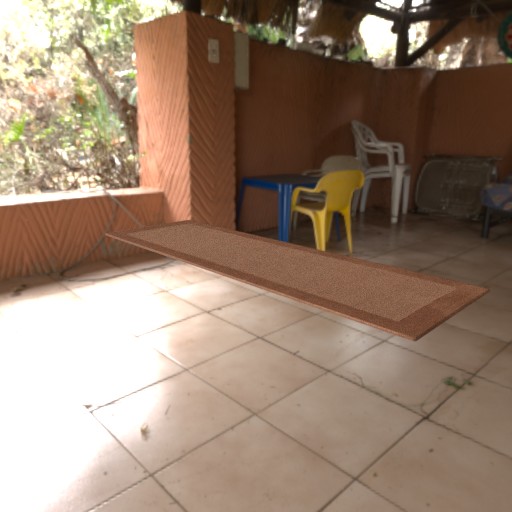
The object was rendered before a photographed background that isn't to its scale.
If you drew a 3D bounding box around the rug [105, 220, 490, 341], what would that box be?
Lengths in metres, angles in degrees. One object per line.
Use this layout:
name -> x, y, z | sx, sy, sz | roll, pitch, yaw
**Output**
rug -> 0.000, 0.000, 2.710 | 0.764, 0.017, 2.439 | -15, 21, -42
